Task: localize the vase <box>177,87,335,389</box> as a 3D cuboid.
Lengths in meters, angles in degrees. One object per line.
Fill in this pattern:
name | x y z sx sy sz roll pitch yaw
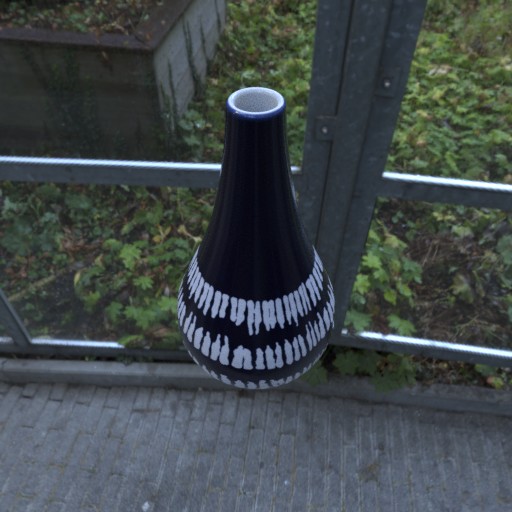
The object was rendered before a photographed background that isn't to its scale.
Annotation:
vase | 0.000 0.000 0.394 0.159 0.295 0.159 0 47 0
